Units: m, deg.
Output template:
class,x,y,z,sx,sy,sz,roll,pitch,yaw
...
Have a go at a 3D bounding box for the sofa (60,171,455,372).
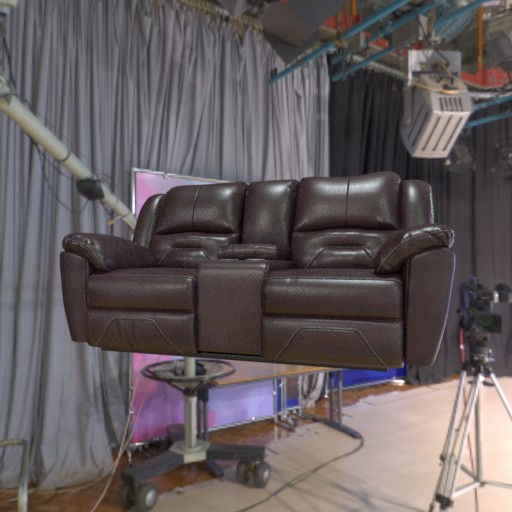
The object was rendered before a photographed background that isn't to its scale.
class,x,y,z,sx,sy,sz,roll,pitch,yaw
sofa,0.000,0.000,2.590,2.058,1.043,0.991,0,-1,19
